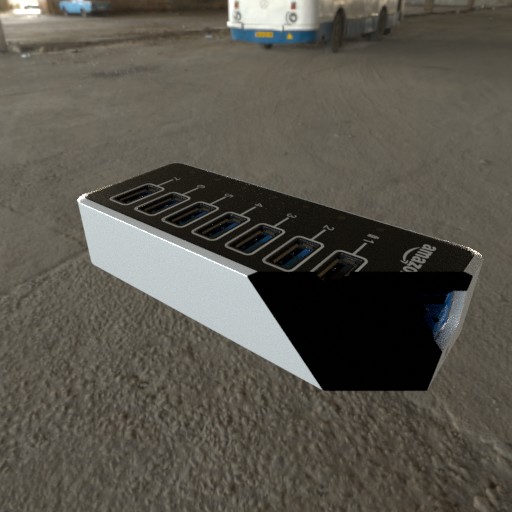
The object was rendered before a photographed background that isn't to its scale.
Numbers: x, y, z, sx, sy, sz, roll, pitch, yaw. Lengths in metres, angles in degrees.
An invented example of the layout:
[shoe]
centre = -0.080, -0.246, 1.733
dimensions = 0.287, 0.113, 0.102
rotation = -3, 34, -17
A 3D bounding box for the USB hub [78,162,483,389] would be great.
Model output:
[USB hub]
centre = 0.000, 0.000, 0.128
dimensions = 0.110, 0.023, 0.044
rotation = 22, 37, 32
